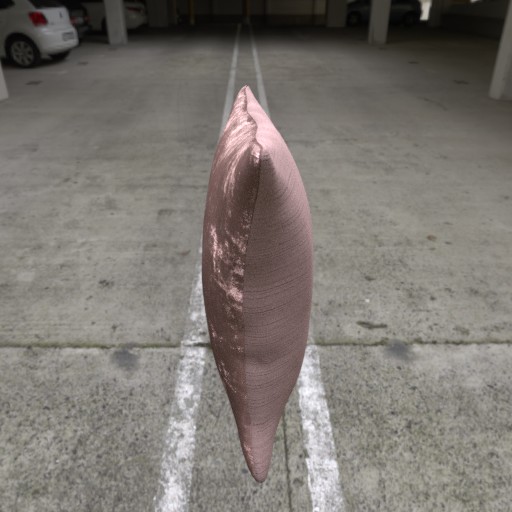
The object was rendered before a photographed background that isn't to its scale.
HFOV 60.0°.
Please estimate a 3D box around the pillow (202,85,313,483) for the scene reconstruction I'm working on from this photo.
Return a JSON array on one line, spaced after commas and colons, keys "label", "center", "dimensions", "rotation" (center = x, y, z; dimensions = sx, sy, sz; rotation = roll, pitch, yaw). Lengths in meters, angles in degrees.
[{"label": "pillow", "center": [0.000, 0.000, 0.709], "dimensions": [0.175, 0.464, 0.470], "rotation": [-1, 27, -1]}]
